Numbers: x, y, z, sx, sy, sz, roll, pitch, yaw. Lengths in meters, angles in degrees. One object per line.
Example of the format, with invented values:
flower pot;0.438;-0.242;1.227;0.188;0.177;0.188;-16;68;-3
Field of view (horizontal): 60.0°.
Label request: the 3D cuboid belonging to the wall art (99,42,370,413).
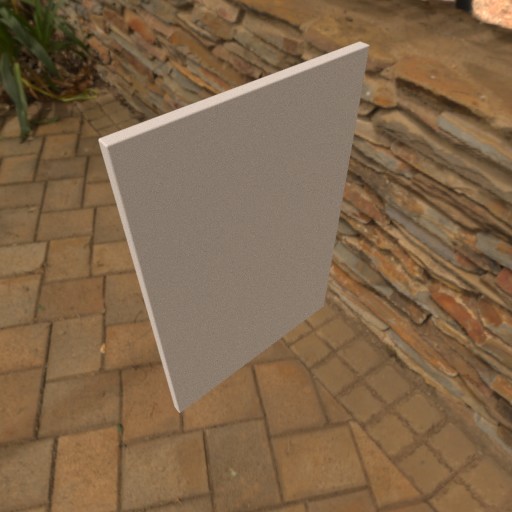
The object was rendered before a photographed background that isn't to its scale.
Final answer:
wall art;0.000;0.000;1.024;0.556;0.813;0.026;-31;53;-27
